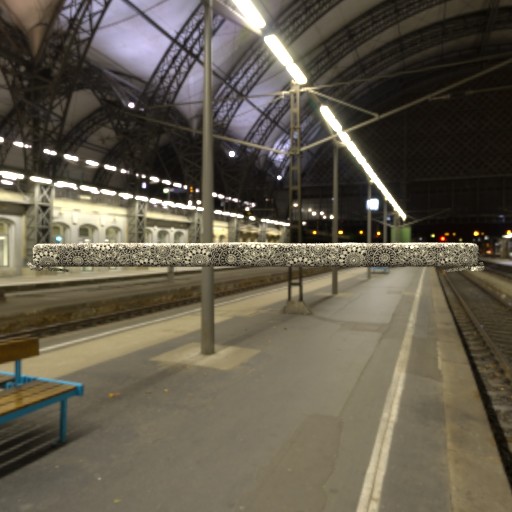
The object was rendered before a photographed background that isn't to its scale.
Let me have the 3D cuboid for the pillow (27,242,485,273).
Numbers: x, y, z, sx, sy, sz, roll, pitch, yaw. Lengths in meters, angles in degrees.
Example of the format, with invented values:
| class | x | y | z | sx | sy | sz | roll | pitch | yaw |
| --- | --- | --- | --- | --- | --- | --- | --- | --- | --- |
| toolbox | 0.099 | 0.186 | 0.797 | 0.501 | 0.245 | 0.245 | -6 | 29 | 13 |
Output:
| class | x | y | z | sx | sy | sz | roll | pitch | yaw |
| --- | --- | --- | --- | --- | --- | --- | --- | --- | --- |
| pillow | 0.000 | 0.000 | 1.330 | 1.187 | 0.081 | 0.492 | 0 | 1 | 0 |
